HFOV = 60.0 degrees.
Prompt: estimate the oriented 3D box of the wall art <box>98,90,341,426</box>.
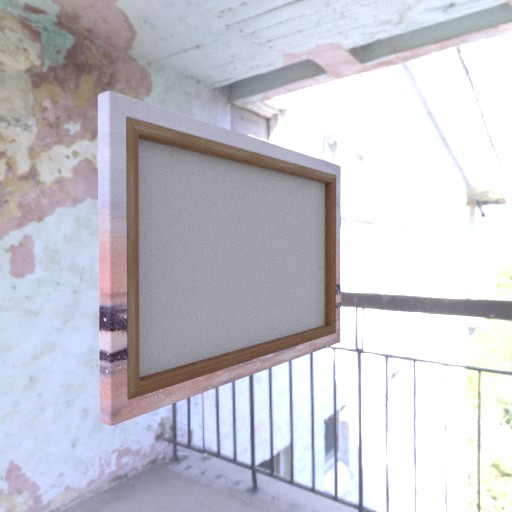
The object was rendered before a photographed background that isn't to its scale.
[{"bbox_3d":[0.000,0.000,1.173,0.038,0.609,0.913,1,1,38],"label":"wall art"}]
